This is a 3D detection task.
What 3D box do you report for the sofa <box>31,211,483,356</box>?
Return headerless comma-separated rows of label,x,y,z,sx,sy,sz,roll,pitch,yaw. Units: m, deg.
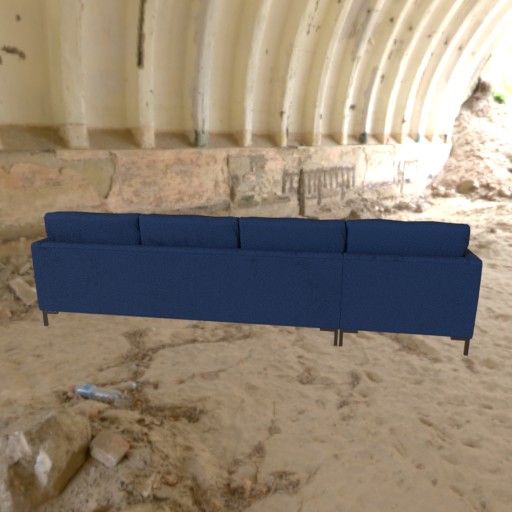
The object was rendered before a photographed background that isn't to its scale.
sofa,0.000,0.000,2.884,2.450,0.679,1.128,2,15,9
